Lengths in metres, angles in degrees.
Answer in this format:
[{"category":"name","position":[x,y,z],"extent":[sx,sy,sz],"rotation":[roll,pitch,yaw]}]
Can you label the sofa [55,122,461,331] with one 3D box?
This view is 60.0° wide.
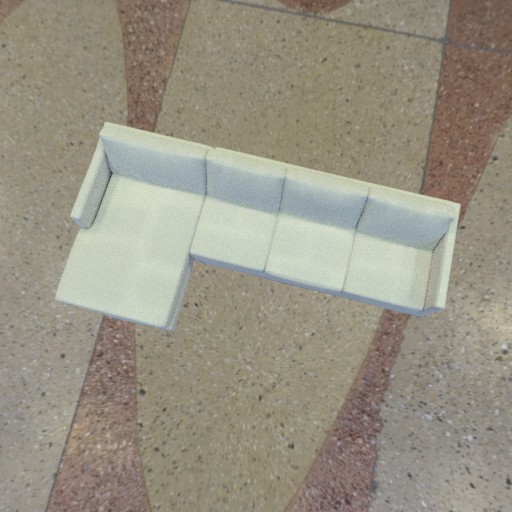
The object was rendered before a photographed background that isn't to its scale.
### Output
[{"category":"sofa","position":[0.000,0.000,3.879],"extent":[3.186,0.861,1.625],"rotation":[14,76,3]}]
